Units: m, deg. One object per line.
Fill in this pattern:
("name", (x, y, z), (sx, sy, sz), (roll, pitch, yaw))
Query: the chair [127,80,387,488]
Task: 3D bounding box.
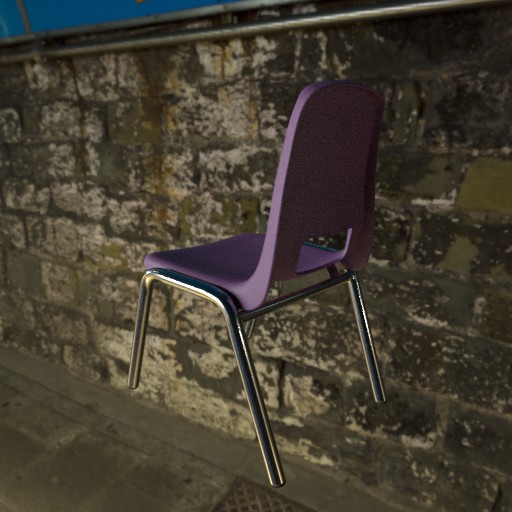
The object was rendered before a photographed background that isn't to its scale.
("chair", (0.000, 0.000, 0.830), (0.356, 0.584, 0.419), (-15, 21, -43))
